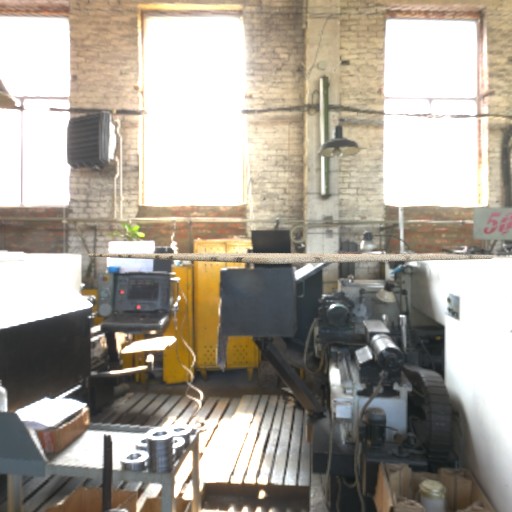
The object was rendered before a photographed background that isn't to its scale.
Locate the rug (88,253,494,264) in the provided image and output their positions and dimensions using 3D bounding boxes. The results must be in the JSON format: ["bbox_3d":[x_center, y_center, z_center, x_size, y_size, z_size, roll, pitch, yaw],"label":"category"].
[{"bbox_3d":[0.000,0.000,3.388,1.801,0.026,2.701,-1,1,-35],"label":"rug"}]
